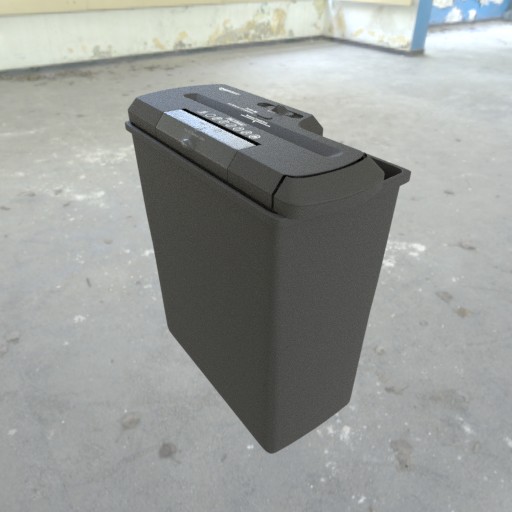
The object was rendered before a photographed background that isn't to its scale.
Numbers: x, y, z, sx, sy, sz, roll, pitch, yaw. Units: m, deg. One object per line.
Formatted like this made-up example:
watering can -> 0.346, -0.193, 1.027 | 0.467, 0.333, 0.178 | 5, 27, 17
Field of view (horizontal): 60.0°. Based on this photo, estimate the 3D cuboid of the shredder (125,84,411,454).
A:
shredder -> 0.000, 0.000, 0.519 | 0.170, 0.335, 0.320 | -21, 39, -29
